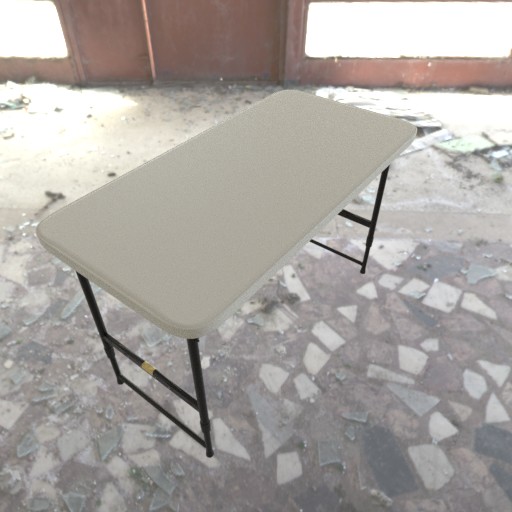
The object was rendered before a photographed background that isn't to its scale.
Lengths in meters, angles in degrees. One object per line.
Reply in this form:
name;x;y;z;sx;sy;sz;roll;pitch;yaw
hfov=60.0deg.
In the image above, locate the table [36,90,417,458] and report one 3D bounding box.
table;0.000;0.000;1.630;0.610;0.737;1.219;27;48;27
